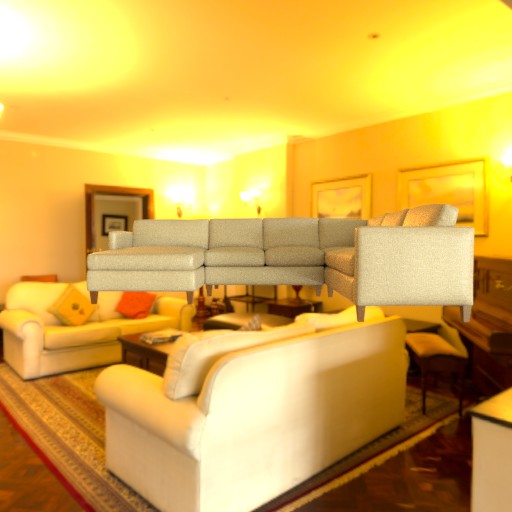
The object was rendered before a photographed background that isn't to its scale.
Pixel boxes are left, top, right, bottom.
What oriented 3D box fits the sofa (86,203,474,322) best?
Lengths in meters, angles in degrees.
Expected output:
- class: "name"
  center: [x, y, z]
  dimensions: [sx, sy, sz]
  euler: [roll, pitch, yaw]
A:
- class: "sofa"
  center: [0.000, 0.000, 4.724]
  dimensions: [3.460, 0.961, 2.594]
  euler: [0, 2, 1]
